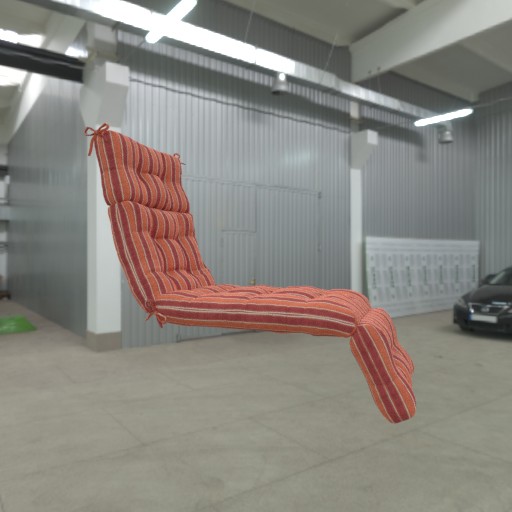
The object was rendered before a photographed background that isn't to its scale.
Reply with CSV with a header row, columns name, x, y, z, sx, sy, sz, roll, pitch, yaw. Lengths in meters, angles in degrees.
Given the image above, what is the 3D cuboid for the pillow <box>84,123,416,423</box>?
name,x,y,z,sx,sy,sz,roll,pitch,yaw
pillow,0.000,0.000,1.504,1.016,0.863,0.526,0,0,19
